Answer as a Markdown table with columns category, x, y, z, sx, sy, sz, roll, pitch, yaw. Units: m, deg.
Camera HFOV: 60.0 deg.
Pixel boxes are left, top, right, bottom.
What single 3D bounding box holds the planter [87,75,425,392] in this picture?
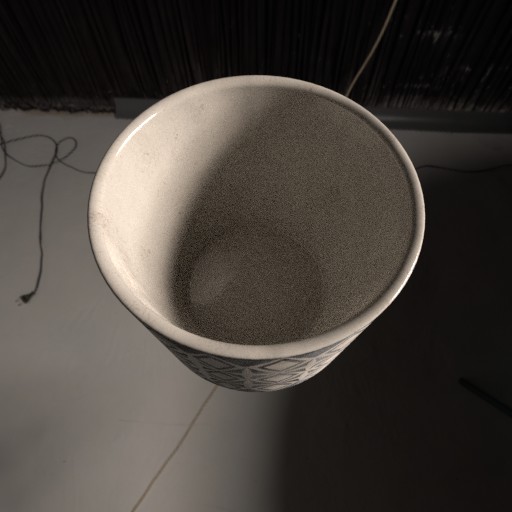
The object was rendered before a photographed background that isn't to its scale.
| category | x | y | z | sx | sy | sz | roll | pitch | yaw |
| --- | --- | --- | --- | --- | --- | --- | --- | --- | --- |
| planter | 0.000 | 0.000 | 0.443 | 0.260 | 0.220 | 0.260 | 0 | 63 | 0 |
